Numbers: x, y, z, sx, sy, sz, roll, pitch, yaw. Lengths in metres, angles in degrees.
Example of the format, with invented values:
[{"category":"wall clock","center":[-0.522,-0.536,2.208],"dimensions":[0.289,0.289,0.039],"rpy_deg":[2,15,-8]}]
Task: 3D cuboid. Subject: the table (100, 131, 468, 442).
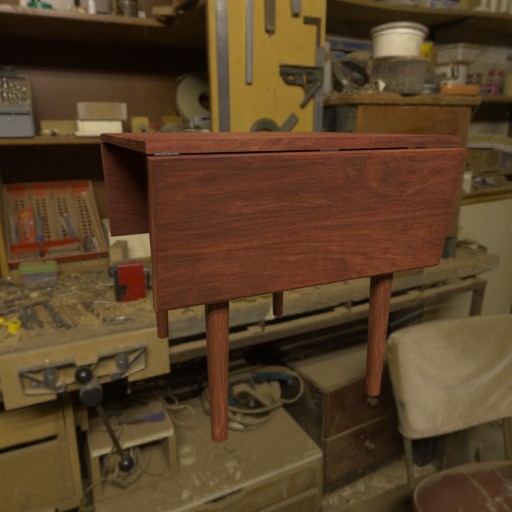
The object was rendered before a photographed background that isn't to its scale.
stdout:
[{"category":"table","center":[0.000,0.000,1.439],"dimensions":[0.812,0.763,0.843],"rpy_deg":[-7,18,-23]}]
